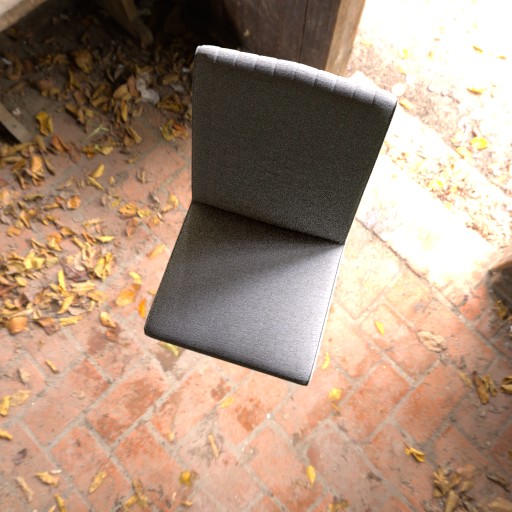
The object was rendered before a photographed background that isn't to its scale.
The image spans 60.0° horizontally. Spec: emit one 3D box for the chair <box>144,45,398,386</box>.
[{"bbox_3d":[0.000,0.000,1.235,0.480,0.900,0.594,16,76,4],"label":"chair"}]
